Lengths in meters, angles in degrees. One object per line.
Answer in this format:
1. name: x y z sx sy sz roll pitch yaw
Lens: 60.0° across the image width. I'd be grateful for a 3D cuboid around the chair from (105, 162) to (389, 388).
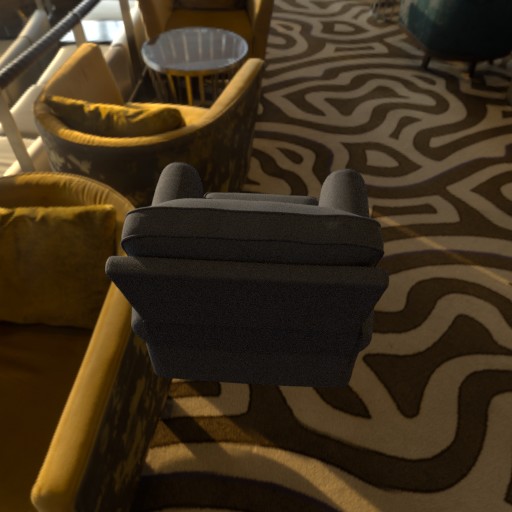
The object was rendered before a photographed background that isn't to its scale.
1. chair: 0.000 0.000 1.673 0.890 0.961 0.878 3 47 3
